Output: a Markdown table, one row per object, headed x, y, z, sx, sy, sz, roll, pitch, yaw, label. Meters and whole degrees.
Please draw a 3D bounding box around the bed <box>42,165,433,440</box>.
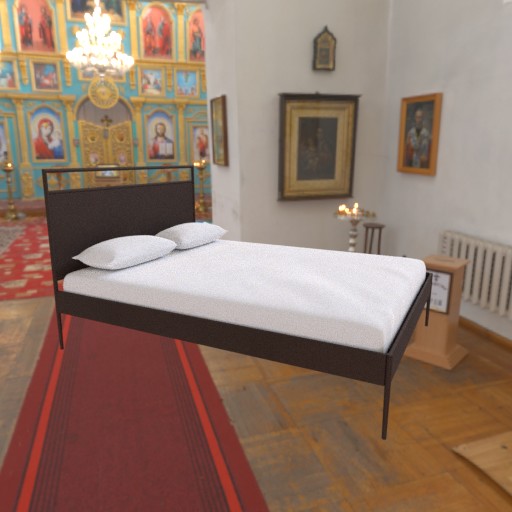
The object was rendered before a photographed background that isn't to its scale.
| x | y | z | sx | sy | sz | roll | pitch | yaw | label |
| --- | --- | --- | --- | --- | --- | --- | --- | --- | --- |
| 0.000 | 0.000 | 3.016 | 2.122 | 1.173 | 1.572 | 6 | 14 | 27 | bed |
